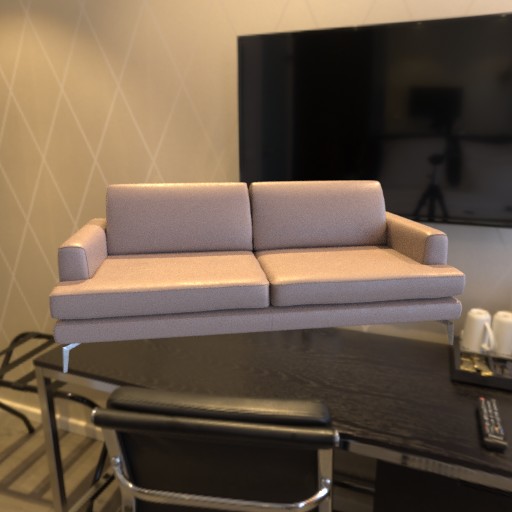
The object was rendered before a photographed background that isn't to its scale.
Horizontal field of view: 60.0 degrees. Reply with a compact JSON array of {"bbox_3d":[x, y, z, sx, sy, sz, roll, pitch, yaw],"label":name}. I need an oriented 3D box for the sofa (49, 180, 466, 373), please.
[{"bbox_3d":[0.000,0.000,2.459,1.940,0.765,0.974,-2,15,-8],"label":"sofa"}]
